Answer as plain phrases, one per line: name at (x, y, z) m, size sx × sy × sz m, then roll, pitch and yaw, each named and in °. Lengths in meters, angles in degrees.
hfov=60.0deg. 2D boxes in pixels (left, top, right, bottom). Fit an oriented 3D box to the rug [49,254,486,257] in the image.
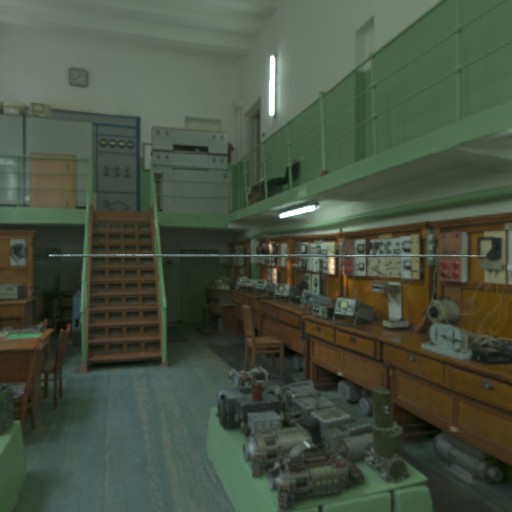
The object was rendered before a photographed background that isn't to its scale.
rug at (0.000, 0.000, 2.181) m, size 1.754 × 0.010 × 1.148 m, roll 0°, pitch 0°, yaw -19°
